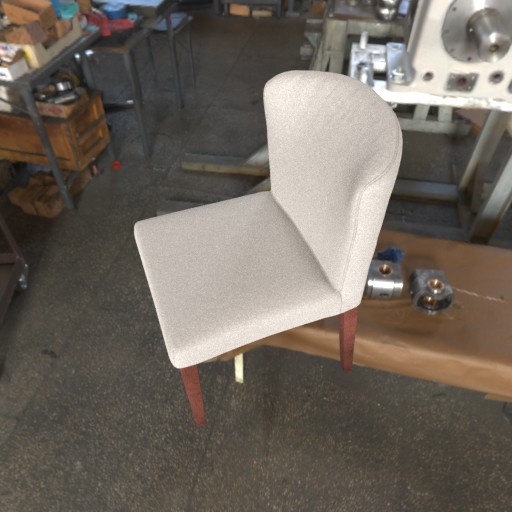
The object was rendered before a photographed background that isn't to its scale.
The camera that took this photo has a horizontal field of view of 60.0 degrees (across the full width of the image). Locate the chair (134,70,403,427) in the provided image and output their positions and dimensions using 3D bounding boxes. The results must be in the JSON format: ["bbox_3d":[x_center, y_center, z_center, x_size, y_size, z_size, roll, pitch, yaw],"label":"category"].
[{"bbox_3d":[0.000,0.000,1.210,0.592,0.839,0.491,-16,49,-15],"label":"chair"}]
